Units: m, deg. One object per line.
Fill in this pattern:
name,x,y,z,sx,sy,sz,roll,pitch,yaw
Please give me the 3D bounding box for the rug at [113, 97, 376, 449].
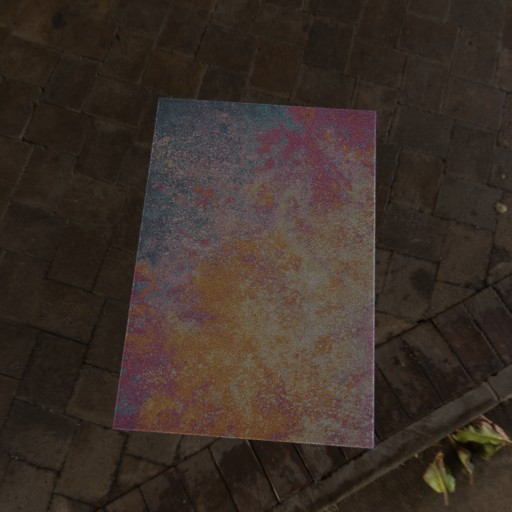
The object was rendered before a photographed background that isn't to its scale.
rug,0.000,0.000,3.733,2.007,0.013,2.896,4,76,1
